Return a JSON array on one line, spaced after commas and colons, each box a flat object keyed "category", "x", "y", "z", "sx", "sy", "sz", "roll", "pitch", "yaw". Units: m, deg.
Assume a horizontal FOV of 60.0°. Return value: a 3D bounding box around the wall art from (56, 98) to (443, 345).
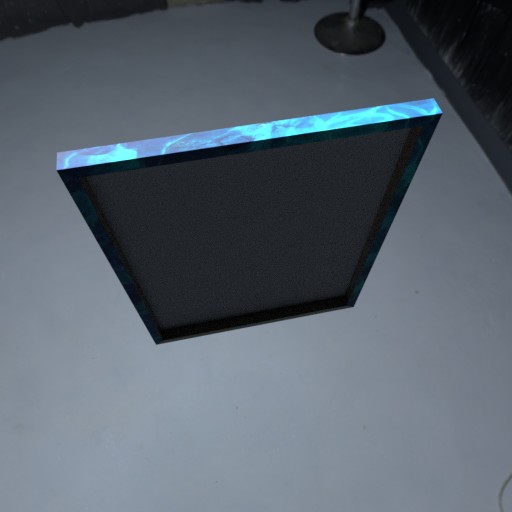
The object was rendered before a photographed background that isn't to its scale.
[{"category": "wall art", "x": 0.000, "y": 0.000, "z": 1.021, "sx": 0.609, "sy": 0.760, "sz": 0.038, "roll": -10, "pitch": 60, "yaw": -6}]
